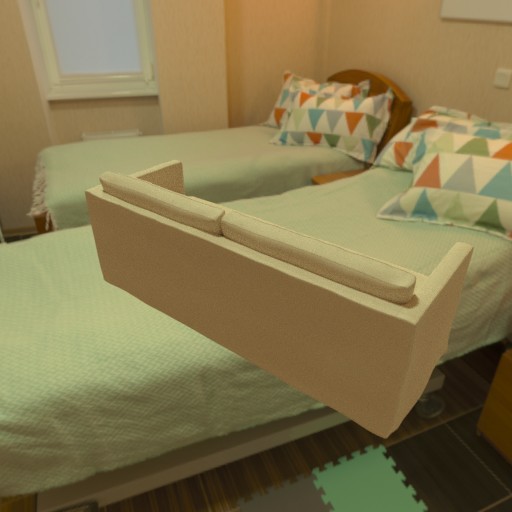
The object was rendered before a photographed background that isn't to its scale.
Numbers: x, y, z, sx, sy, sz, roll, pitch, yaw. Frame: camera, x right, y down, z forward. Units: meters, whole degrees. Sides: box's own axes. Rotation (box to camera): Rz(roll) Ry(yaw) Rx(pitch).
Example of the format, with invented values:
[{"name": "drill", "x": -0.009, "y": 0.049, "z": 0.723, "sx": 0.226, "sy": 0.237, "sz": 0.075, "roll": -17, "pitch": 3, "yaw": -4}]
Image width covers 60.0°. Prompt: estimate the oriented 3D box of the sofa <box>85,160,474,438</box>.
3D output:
[{"name": "sofa", "x": 0.000, "y": 0.000, "z": 3.355, "sx": 2.779, "sy": 0.999, "sz": 1.036, "roll": 22, "pitch": 37, "yaw": 32}]
